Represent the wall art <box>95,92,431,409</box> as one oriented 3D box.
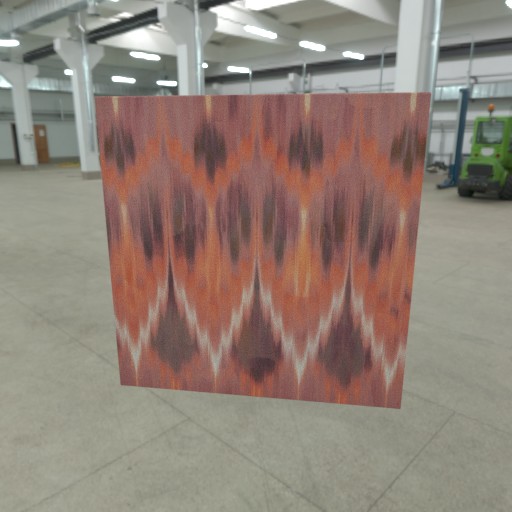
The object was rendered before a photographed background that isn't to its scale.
[{"bbox_3d":[0.000,0.000,0.596,0.403,0.406,0.038,2,15,8],"label":"wall art"}]
